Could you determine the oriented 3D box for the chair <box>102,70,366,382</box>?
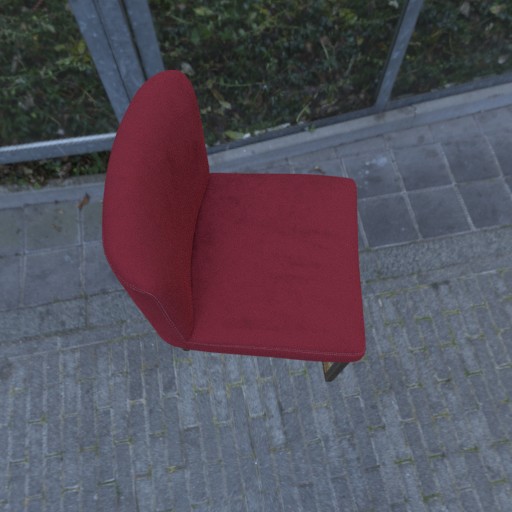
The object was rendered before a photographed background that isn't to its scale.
[{"bbox_3d":[0.000,0.000,1.176,0.560,0.824,0.530,2,65,1],"label":"chair"}]
